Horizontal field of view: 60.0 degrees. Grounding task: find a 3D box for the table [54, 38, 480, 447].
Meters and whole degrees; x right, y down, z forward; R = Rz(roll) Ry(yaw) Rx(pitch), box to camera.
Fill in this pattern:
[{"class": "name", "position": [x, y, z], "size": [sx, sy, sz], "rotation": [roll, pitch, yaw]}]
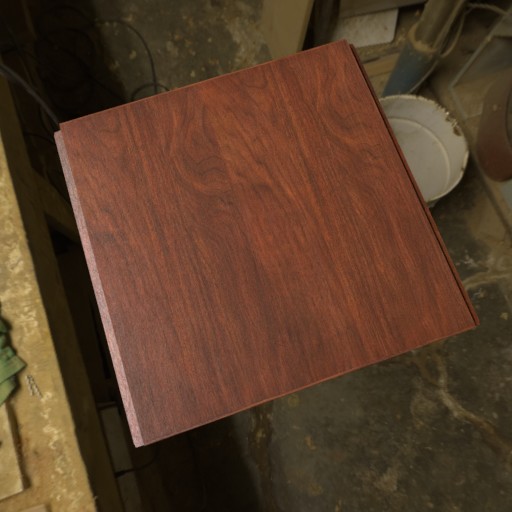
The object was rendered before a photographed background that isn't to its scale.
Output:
[{"class": "table", "position": [0.000, 0.000, 1.440], "size": [0.843, 0.763, 0.812], "rotation": [-18, 77, -4]}]
